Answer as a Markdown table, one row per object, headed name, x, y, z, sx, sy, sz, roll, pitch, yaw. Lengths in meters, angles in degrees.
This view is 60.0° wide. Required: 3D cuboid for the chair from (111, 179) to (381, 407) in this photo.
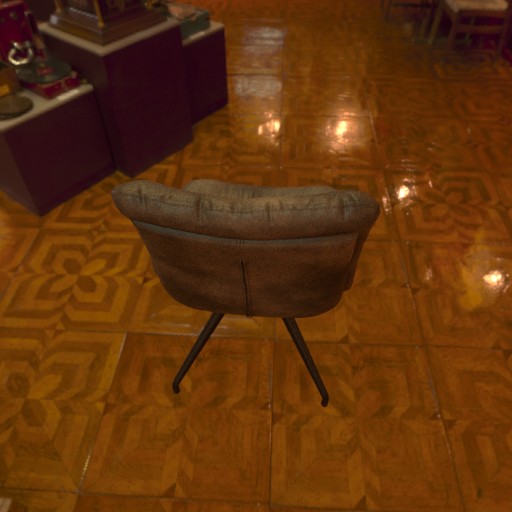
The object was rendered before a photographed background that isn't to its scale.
| name | x | y | z | sx | sy | sz | roll | pitch | yaw |
| --- | --- | --- | --- | --- | --- | --- | --- | --- | --- |
| chair | 0.000 | 0.000 | 1.263 | 0.549 | 0.870 | 0.622 | 4 | 46 | 4 |
